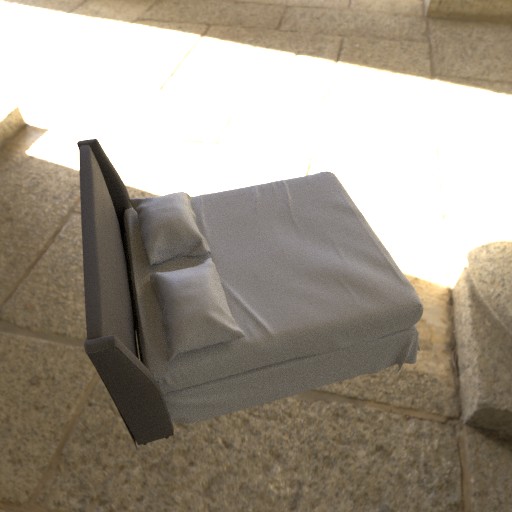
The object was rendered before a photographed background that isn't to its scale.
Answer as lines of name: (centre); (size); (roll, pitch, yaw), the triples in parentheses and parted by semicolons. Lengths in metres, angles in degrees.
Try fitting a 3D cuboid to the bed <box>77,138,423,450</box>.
bed: (0.000, 0.000, 3.410); (2.276, 1.332, 1.925); (-12, 49, -11)
